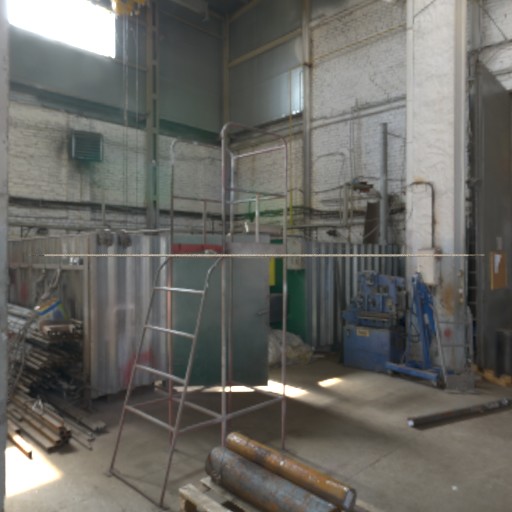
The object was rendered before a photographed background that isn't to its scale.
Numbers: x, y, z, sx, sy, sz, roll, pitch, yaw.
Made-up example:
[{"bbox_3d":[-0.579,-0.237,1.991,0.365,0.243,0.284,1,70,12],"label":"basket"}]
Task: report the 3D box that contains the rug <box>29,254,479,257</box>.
[{"bbox_3d":[0.000,0.000,4.391,3.327,0.010,2.464,0,0,0],"label":"rug"}]
